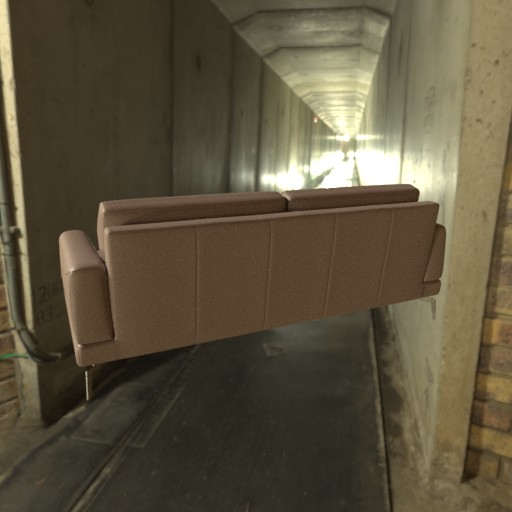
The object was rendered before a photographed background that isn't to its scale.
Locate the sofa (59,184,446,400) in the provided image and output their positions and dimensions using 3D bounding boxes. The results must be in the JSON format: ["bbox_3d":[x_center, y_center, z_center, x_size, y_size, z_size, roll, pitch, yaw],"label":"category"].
[{"bbox_3d":[0.000,0.000,2.406,1.940,0.765,0.974,-7,17,-25],"label":"sofa"}]
